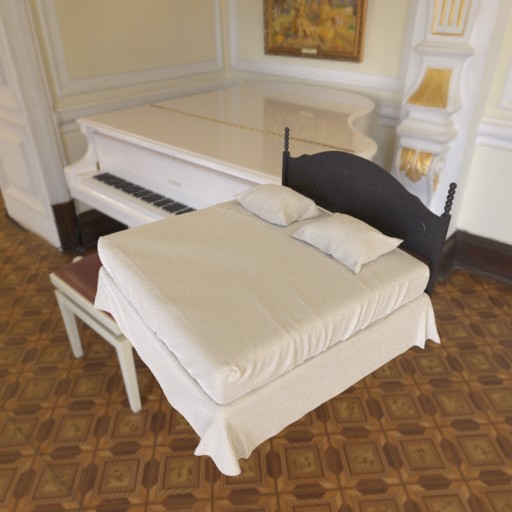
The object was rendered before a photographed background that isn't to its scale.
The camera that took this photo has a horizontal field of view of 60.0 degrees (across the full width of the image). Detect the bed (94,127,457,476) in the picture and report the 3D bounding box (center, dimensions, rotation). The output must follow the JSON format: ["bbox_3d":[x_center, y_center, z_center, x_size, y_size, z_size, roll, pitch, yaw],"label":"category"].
[{"bbox_3d":[0.000,0.000,3.603,2.219,1.355,2.322,-21,36,-30],"label":"bed"}]
